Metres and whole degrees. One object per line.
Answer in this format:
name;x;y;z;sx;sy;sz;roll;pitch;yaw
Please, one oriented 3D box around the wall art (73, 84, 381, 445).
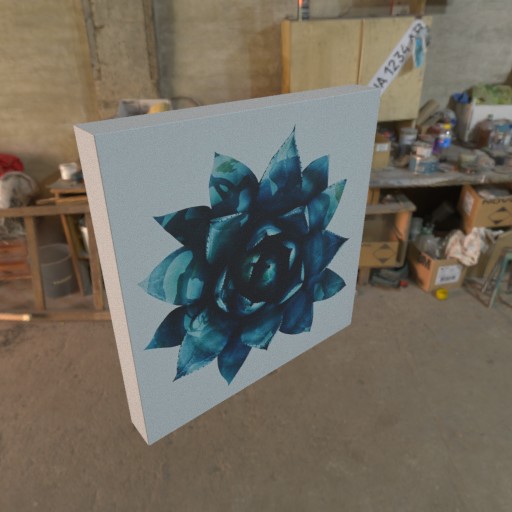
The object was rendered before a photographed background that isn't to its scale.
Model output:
wall art;0.000;0.000;0.460;0.305;0.305;0.038;-22;36;-34
